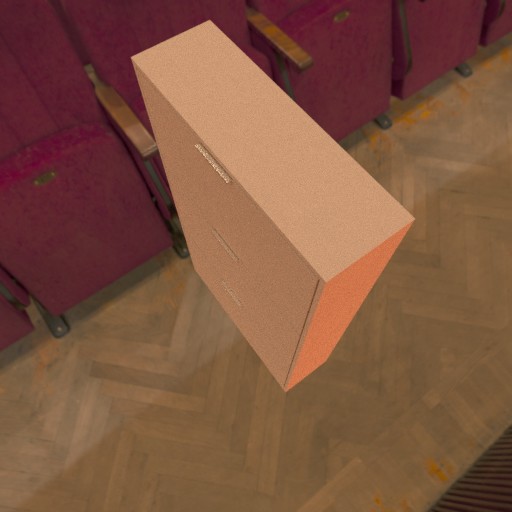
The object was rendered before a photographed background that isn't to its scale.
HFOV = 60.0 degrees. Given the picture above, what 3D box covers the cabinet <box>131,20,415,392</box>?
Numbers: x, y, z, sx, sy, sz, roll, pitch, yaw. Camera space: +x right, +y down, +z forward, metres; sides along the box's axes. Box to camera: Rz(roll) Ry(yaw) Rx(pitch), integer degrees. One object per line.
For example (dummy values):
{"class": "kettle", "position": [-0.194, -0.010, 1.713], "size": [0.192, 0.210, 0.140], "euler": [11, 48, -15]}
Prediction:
{"class": "cabinet", "position": [0.000, 0.000, 1.571], "size": [0.250, 1.280, 0.750], "euler": [-33, 69, -15]}
